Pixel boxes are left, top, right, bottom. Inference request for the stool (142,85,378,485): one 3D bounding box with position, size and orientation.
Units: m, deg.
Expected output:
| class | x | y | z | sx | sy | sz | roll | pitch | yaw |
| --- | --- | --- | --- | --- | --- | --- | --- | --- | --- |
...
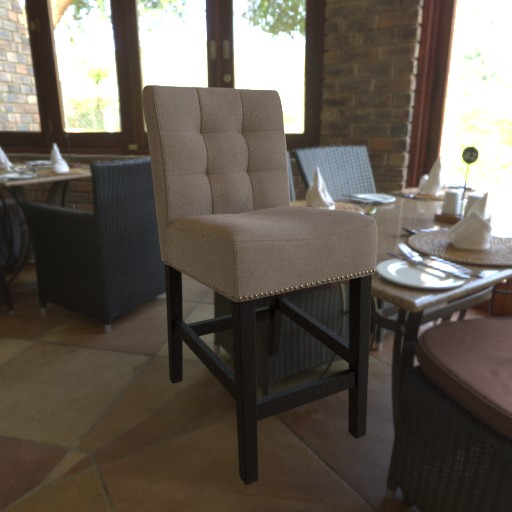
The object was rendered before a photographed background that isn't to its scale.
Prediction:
| class | x | y | z | sx | sy | sz | roll | pitch | yaw |
| --- | --- | --- | --- | --- | --- | --- | --- | --- | --- |
| stool | 0.000 | 0.000 | 1.196 | 0.427 | 0.885 | 0.571 | -9 | 19 | -27 |
